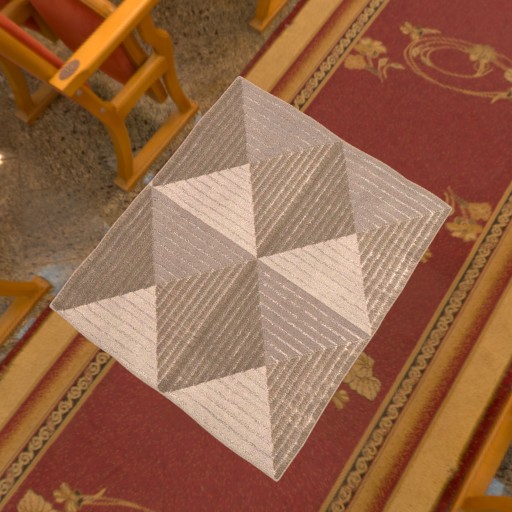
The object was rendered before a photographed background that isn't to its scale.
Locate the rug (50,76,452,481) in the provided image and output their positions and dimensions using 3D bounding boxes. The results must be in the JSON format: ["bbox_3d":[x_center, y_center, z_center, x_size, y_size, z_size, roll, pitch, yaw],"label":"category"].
[{"bbox_3d":[0.000,0.000,0.890,0.551,0.008,0.642,35,79,8],"label":"rug"}]
